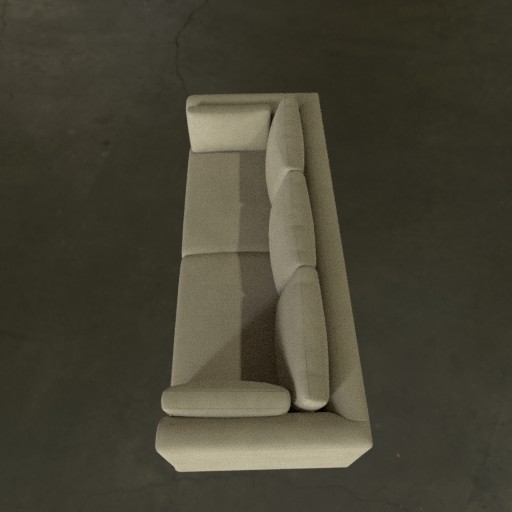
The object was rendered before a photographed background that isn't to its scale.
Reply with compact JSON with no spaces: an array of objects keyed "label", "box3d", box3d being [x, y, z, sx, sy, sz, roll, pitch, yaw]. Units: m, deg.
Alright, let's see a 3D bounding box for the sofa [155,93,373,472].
[{"label":"sofa","box3d":[0.000,0.000,2.844,0.969,0.867,2.415,-1,57,-1]}]
